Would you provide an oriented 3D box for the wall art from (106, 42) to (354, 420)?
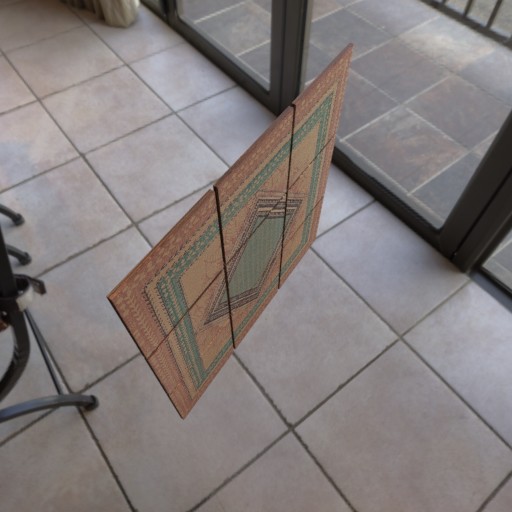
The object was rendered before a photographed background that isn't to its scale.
[{"bbox_3d":[0.000,0.000,1.358,0.013,0.914,0.915,30,62,18],"label":"wall art"}]
